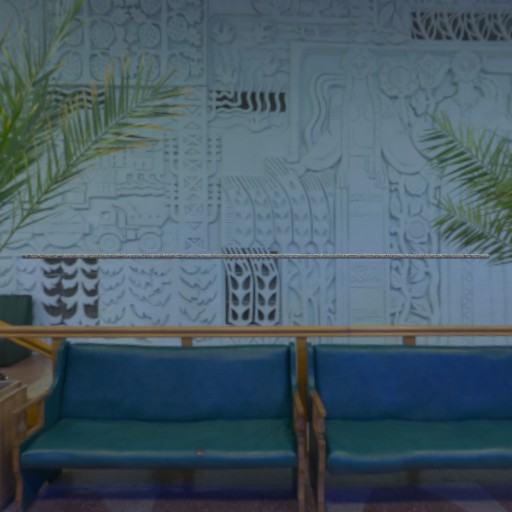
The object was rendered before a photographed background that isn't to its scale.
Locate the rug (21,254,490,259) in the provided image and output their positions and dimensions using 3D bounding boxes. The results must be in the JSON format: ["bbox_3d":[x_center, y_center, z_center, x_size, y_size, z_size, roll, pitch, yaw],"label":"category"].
[{"bbox_3d":[0.000,0.000,3.453,2.699,0.025,1.800,0,0,1],"label":"rug"}]
